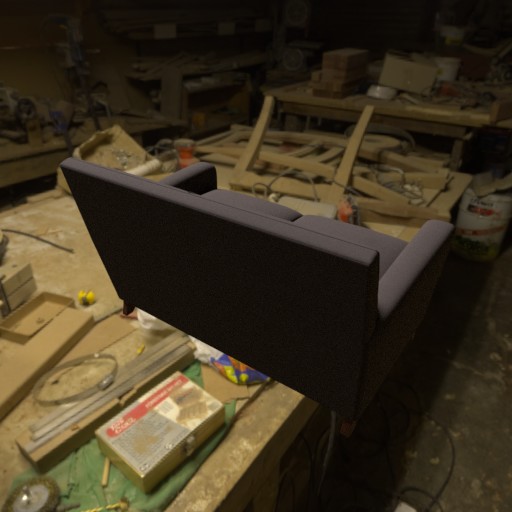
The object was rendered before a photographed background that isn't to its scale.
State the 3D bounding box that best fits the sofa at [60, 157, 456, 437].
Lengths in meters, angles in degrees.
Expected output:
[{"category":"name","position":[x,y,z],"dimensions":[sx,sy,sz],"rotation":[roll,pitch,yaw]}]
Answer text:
[{"category":"sofa","position":[0.000,0.000,1.961],"dimensions":[1.420,0.846,0.871],"rotation":[20,35,31]}]
